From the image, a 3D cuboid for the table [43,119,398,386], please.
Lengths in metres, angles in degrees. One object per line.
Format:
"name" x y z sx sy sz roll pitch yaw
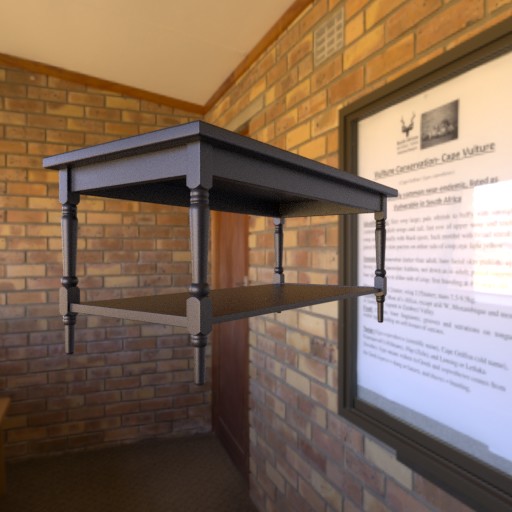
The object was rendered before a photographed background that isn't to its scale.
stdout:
"table" 0.000 0.000 1.424 0.550 0.510 1.107 0 0 36
